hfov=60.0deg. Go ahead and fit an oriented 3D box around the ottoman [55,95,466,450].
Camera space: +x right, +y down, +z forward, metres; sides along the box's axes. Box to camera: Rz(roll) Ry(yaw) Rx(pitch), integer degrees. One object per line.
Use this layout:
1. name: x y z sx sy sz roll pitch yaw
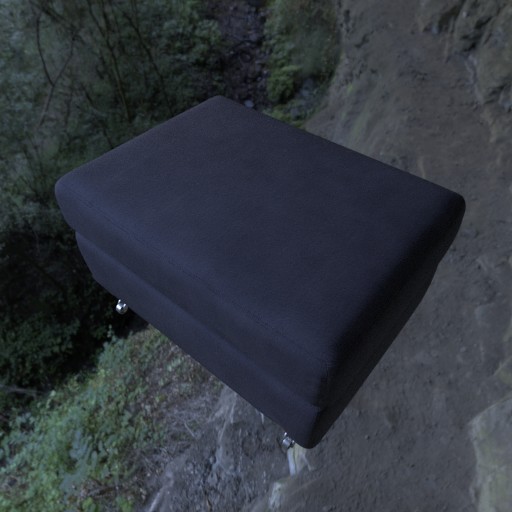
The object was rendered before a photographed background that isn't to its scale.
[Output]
1. ottoman: 0.000 0.000 1.118 0.773 0.497 0.574 31 54 26
